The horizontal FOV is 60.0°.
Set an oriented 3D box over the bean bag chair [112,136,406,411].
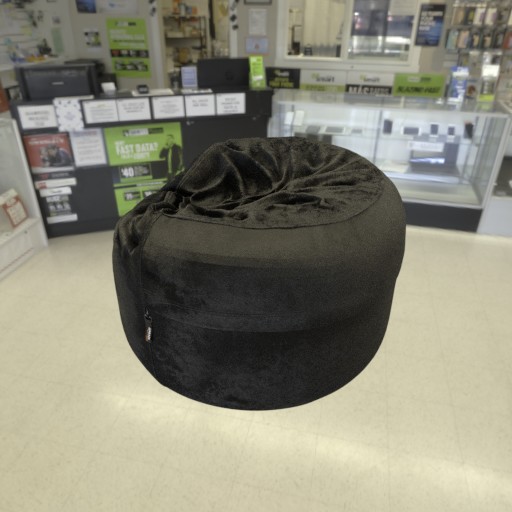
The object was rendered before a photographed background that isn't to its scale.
[{"bbox_3d":[0.000,0.000,1.466,0.918,0.605,0.918,0,31,0],"label":"bean bag chair"}]
